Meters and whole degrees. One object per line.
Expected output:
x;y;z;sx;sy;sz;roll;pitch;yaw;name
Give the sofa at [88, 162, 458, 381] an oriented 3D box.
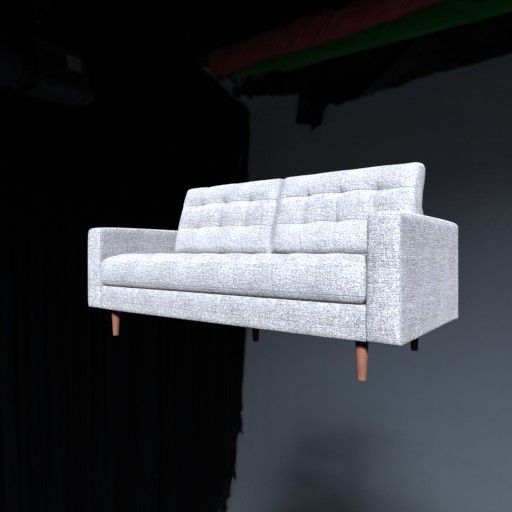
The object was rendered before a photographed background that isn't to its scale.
0.000;0.000;2.348;1.821;0.902;0.863;0;1;37;sofa
